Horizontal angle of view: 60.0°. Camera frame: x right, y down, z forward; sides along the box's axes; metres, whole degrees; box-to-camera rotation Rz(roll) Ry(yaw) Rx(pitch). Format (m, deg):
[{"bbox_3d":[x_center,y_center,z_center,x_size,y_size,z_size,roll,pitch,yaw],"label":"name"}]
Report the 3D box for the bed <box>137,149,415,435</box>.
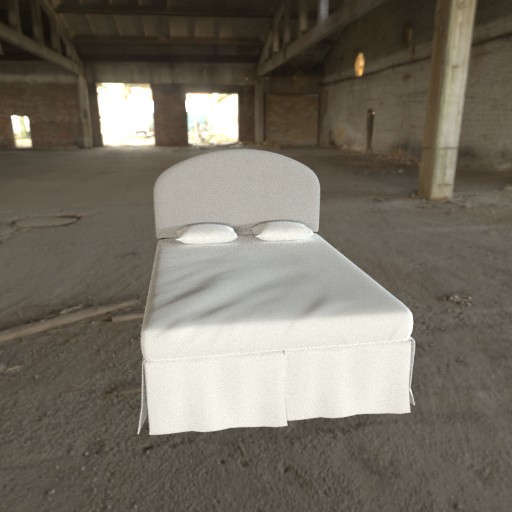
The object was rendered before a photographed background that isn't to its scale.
[{"bbox_3d":[0.000,0.000,3.213,1.607,1.410,2.005,-3,17,-9],"label":"bed"}]
